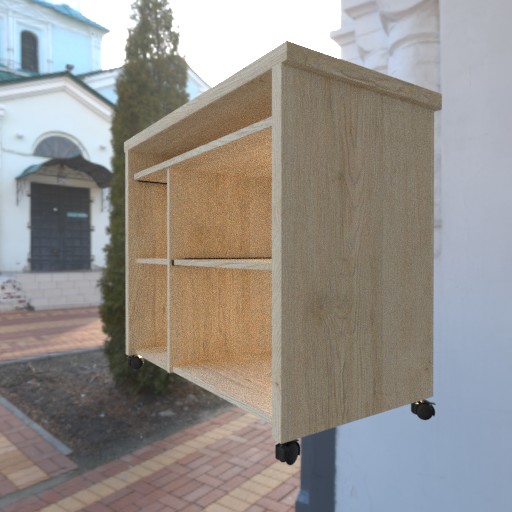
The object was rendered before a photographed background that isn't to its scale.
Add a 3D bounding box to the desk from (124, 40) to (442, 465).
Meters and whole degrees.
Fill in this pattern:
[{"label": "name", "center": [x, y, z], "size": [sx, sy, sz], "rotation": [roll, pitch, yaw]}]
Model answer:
[{"label": "desk", "center": [0.000, 0.000, 1.284], "size": [0.480, 0.770, 0.885], "rotation": [0, 1, -35]}]
